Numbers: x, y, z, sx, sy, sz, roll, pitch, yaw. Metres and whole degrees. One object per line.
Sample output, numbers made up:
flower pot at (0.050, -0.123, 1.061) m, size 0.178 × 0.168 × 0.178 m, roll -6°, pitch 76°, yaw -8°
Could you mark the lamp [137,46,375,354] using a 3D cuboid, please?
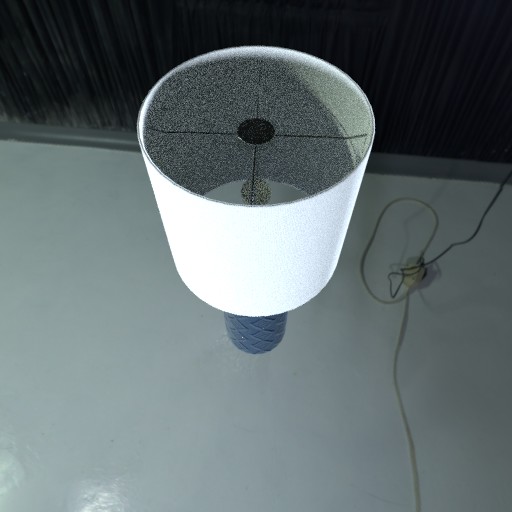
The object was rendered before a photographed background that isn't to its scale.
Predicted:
lamp at (0.000, 0.000, 0.583) m, size 0.207 × 0.461 × 0.207 m, roll 2°, pitch 58°, yaw 1°
